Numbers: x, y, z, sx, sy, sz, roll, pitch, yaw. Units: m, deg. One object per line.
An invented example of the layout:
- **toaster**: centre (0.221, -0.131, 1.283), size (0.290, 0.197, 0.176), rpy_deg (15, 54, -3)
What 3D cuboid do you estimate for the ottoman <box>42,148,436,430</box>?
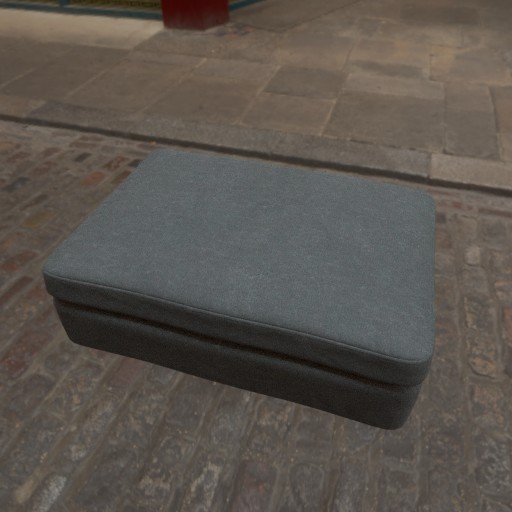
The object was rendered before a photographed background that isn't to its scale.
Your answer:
- **ottoman**: centre (0.000, 0.000, 1.601), size (1.199, 0.429, 0.840), rpy_deg (12, 43, 13)
